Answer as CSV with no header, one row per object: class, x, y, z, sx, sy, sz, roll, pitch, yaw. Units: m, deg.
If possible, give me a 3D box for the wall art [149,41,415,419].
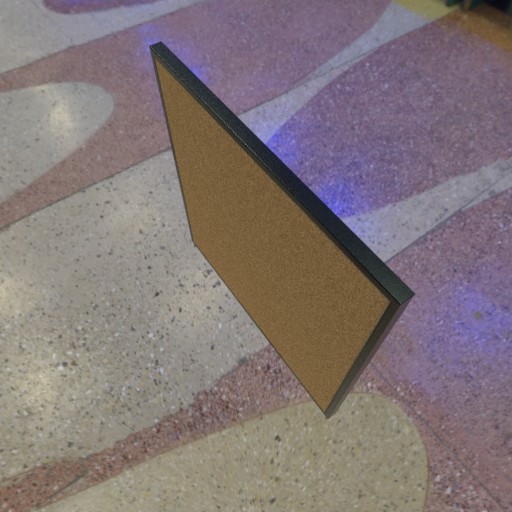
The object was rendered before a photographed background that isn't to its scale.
wall art,0.000,0.000,0.517,0.014,0.349,0.349,-31,63,-18
